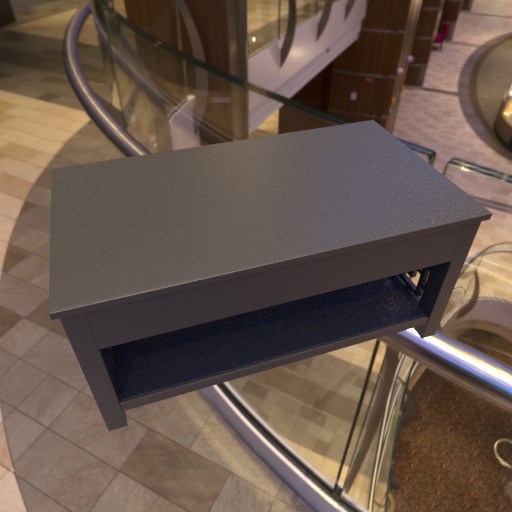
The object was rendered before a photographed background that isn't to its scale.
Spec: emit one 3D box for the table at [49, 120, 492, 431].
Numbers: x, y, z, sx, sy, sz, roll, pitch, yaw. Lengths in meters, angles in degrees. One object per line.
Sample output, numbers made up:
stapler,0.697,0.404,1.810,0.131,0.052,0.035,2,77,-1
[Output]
table,0.000,0.000,1.382,1.068,0.493,0.612,-12,42,-14
